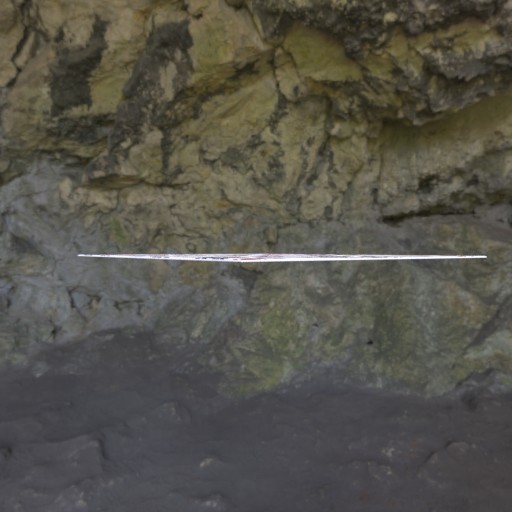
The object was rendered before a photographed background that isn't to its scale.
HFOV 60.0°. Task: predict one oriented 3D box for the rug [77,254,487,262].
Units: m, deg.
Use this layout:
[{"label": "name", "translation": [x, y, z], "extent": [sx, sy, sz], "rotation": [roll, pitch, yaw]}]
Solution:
[{"label": "rug", "translation": [0.000, 0.000, 4.108], "extent": [2.423, 0.014, 3.040], "rotation": [-1, 1, -36]}]
